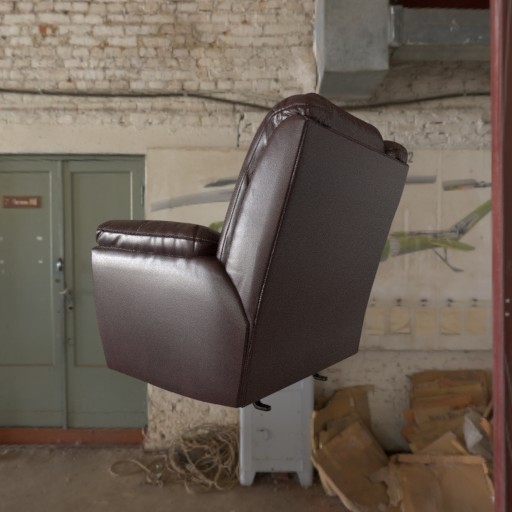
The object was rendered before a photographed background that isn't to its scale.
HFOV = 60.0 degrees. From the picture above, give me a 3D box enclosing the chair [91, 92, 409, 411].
[{"bbox_3d":[0.000,0.000,1.901,1.041,1.093,0.990,1,2,36],"label":"chair"}]
